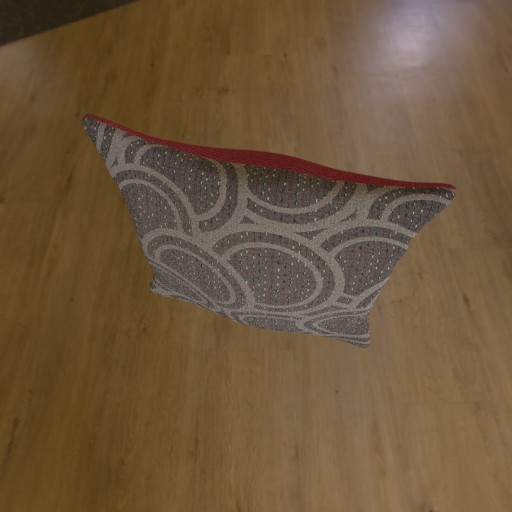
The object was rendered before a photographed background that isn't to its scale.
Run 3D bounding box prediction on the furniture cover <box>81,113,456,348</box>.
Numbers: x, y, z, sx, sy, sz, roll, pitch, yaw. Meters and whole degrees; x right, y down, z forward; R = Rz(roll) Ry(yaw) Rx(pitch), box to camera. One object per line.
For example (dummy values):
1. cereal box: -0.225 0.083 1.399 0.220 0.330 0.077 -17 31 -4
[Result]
1. furniture cover: 0.000 0.000 0.796 0.514 0.513 0.163 13 58 9
